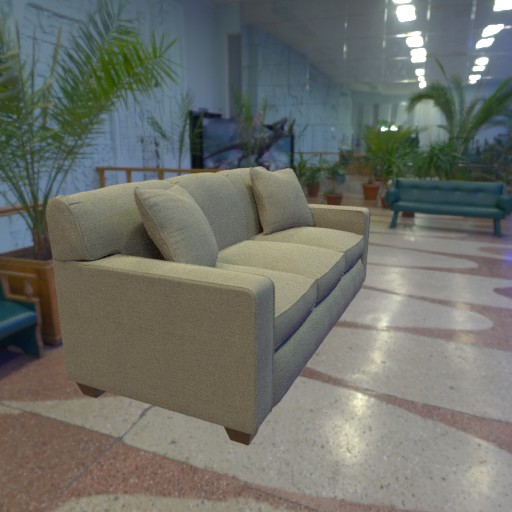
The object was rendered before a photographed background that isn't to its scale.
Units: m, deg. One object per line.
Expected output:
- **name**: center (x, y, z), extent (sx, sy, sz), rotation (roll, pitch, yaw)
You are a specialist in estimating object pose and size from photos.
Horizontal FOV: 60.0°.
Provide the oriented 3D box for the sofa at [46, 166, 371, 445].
- **sofa**: center (0.000, 0.000, 2.589), extent (0.997, 0.958, 2.024), rotation (7, 16, 24)
